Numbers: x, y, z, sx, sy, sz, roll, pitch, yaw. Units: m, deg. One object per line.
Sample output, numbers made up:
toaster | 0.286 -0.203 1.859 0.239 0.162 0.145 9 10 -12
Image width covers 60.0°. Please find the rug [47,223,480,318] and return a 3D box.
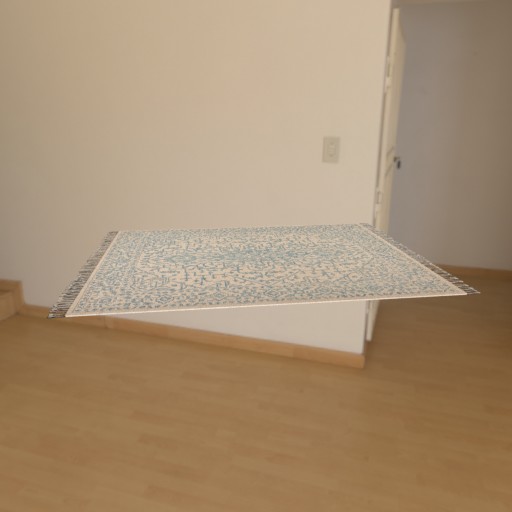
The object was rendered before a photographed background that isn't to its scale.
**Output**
rug | 0.000 0.000 4.462 3.327 0.010 2.464 -2 18 -7
